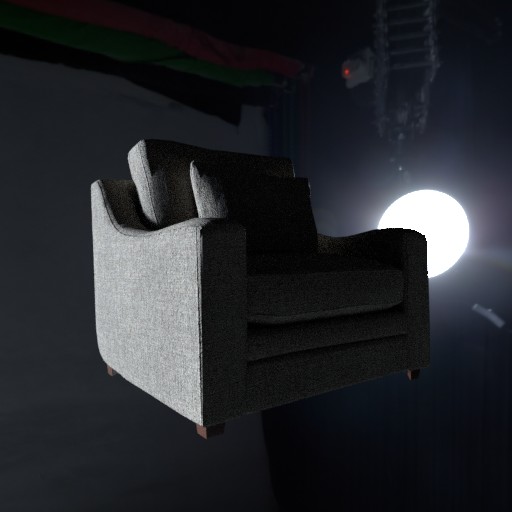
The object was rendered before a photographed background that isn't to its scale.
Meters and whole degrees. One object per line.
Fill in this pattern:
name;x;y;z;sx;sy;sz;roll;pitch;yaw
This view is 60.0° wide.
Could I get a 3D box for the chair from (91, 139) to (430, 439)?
chair;0.000;0.000;1.936;1.138;1.037;1.009;0;1;-37
